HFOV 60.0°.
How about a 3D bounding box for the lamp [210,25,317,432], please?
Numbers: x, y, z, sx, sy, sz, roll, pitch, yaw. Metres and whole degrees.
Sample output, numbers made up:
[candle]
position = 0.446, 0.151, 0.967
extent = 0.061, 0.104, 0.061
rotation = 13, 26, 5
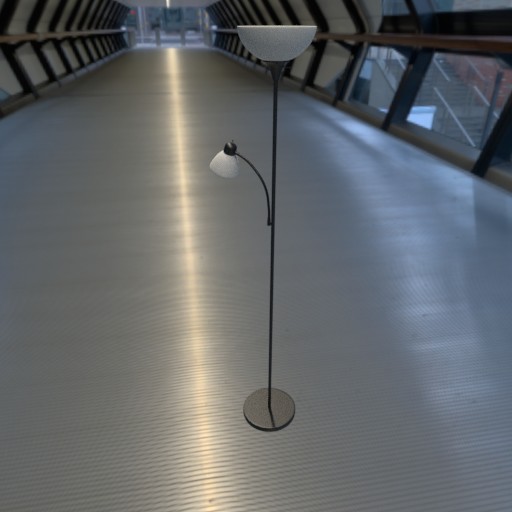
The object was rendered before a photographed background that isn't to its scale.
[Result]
[lamp]
position = 0.000, 0.000, 1.959
extent = 0.442, 1.804, 0.279
rotation = 18, 33, 30
